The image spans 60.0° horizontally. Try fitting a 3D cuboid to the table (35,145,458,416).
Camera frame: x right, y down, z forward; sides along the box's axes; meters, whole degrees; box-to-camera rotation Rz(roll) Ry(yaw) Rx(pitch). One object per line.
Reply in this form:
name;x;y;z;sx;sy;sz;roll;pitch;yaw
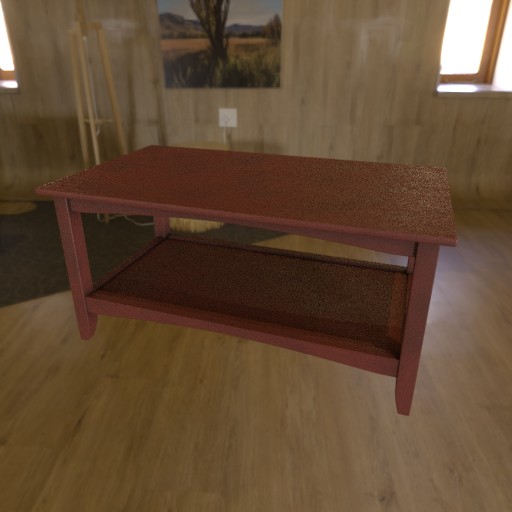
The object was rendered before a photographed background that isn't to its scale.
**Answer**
table;0.000;0.000;1.251;0.943;0.456;0.533;8;27;17
